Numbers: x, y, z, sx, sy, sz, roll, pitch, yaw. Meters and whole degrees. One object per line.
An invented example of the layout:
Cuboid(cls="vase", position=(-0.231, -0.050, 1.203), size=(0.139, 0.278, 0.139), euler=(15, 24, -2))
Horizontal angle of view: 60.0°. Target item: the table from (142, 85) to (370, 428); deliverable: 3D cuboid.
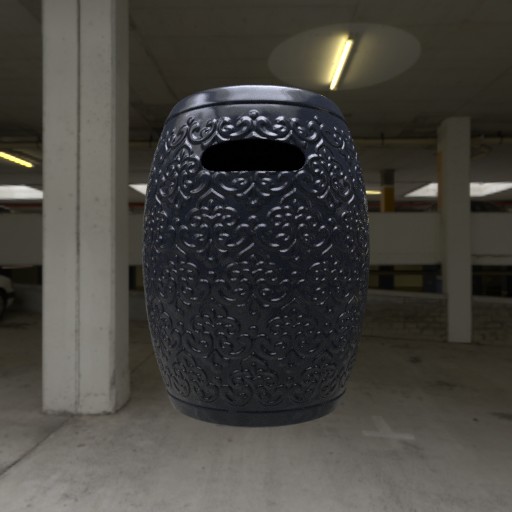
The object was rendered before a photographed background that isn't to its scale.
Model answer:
Cuboid(cls="table", position=(0.000, 0.000, 0.621), size=(0.309, 0.397, 0.309), euler=(0, 0, 0))
